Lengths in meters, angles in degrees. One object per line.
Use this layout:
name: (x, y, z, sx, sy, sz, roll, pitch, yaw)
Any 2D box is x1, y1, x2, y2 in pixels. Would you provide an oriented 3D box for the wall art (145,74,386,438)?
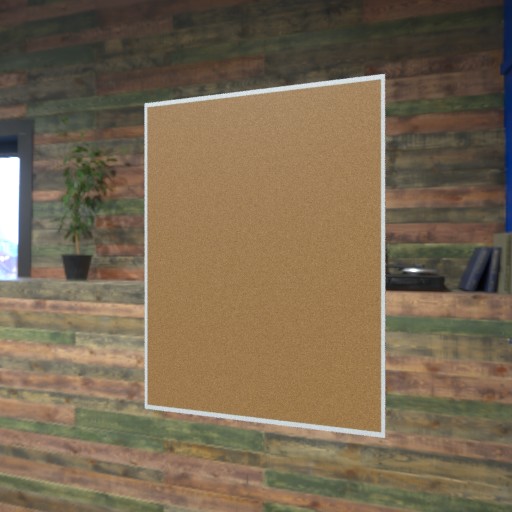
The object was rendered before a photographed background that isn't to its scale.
wall art: (0.000, 0.000, 1.418, 0.795, 1.050, 0.039, 0, 0, 18)
